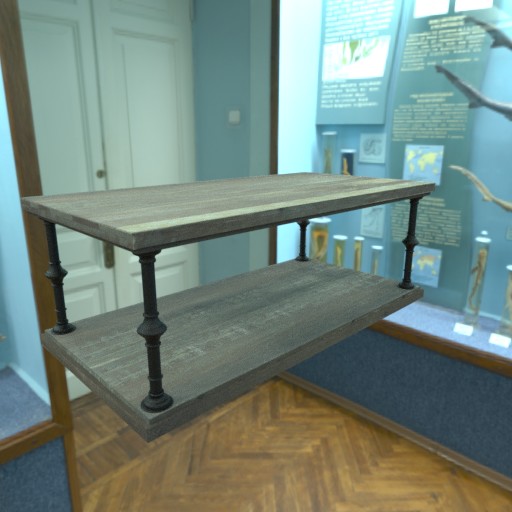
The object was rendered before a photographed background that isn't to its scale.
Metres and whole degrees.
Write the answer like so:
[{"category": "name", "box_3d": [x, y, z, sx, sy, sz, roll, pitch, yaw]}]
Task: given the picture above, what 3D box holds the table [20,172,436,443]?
[{"category": "table", "box_3d": [0.000, 0.000, 1.322, 1.088, 0.399, 0.554, -14, 21, -42]}]
